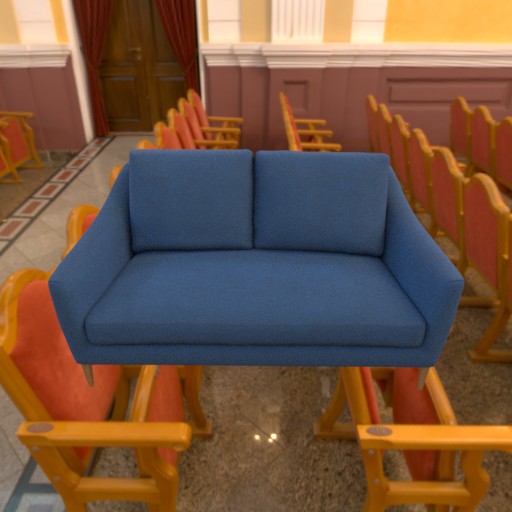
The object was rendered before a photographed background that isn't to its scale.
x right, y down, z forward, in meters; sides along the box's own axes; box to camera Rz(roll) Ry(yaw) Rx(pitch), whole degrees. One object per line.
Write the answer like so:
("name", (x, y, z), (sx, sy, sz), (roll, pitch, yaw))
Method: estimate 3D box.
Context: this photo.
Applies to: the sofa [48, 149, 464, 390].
("sofa", (0.000, 0.000, 2.170), (1.619, 0.902, 0.960), (0, 29, 1))
